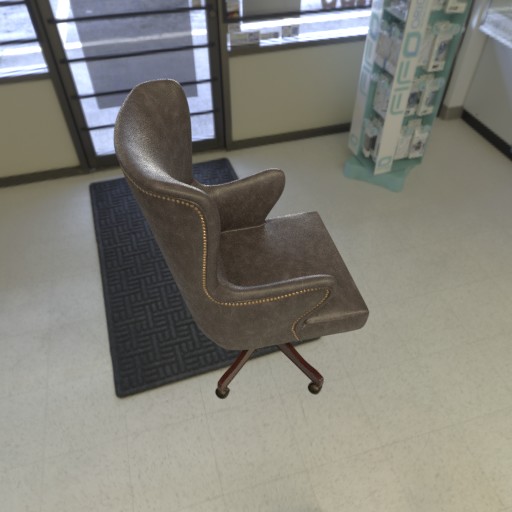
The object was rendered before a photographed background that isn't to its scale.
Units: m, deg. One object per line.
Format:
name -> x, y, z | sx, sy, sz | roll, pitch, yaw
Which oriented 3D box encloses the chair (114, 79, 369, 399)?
chair -> 0.000, 0.000, 1.492 | 0.717, 1.037, 0.594 | -10, 46, -9
